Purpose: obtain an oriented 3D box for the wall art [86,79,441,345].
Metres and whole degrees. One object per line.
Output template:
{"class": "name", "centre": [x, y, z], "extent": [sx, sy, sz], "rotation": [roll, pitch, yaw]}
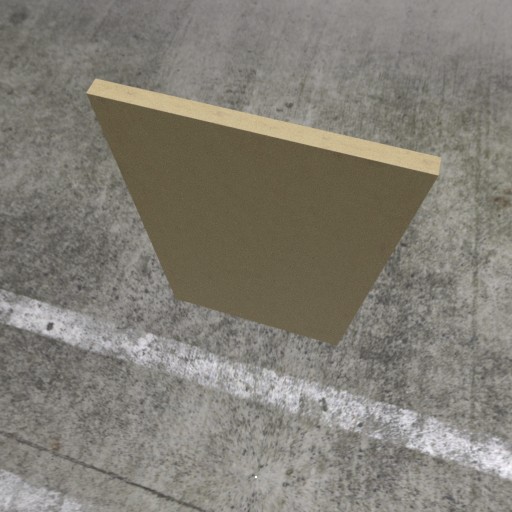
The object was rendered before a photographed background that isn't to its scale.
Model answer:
{"class": "wall art", "centre": [0.000, 0.000, 0.978], "extent": [0.510, 0.810, 0.039], "rotation": [15, 65, 7]}
